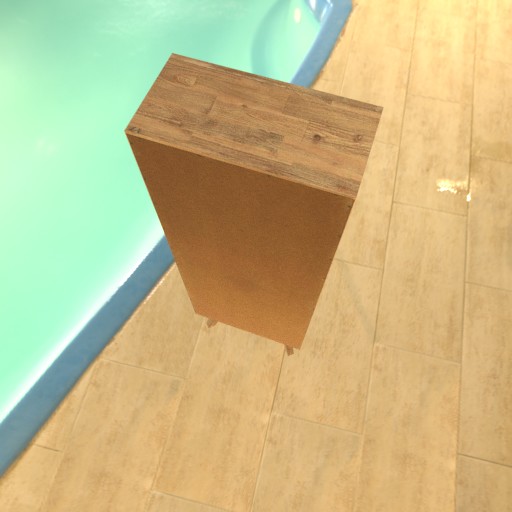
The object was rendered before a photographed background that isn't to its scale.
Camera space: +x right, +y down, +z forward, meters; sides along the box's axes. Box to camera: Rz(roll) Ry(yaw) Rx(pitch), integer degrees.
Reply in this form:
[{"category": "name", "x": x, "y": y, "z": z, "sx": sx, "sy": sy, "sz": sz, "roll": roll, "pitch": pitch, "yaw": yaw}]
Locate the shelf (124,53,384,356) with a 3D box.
[{"category": "shelf", "x": 0.000, "y": 0.000, "z": 1.534, "sx": 0.491, "sy": 1.342, "sz": 0.267, "roll": 18, "pitch": 66, "yaw": 8}]
